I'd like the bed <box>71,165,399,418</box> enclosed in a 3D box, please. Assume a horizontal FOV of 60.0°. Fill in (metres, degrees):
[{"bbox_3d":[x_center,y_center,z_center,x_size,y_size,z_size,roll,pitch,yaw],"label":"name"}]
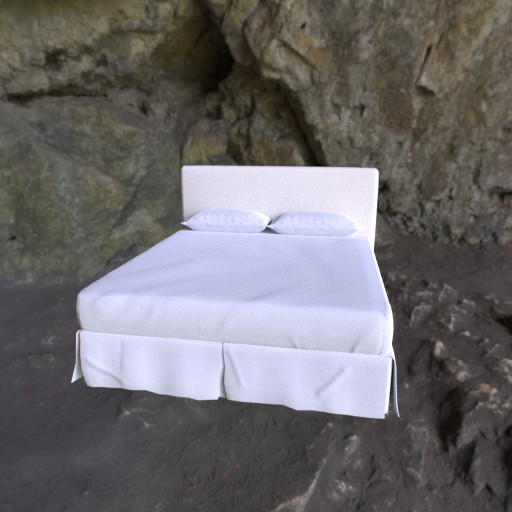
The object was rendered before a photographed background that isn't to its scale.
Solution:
[{"bbox_3d":[0.000,0.000,3.683,2.119,1.317,2.341,3,16,10],"label":"bed"}]
